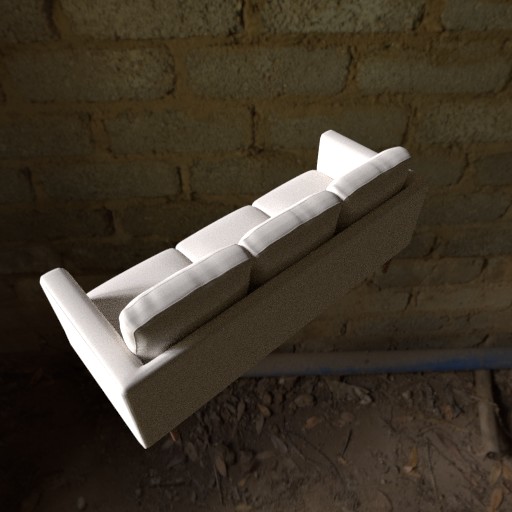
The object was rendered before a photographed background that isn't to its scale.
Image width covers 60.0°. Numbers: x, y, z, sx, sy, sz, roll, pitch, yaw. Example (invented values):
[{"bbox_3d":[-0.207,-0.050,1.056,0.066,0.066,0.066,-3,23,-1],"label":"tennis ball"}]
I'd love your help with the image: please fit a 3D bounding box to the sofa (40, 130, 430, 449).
[{"bbox_3d":[0.000,0.000,2.481,2.029,0.912,0.802,-32,53,-28],"label":"sofa"}]
